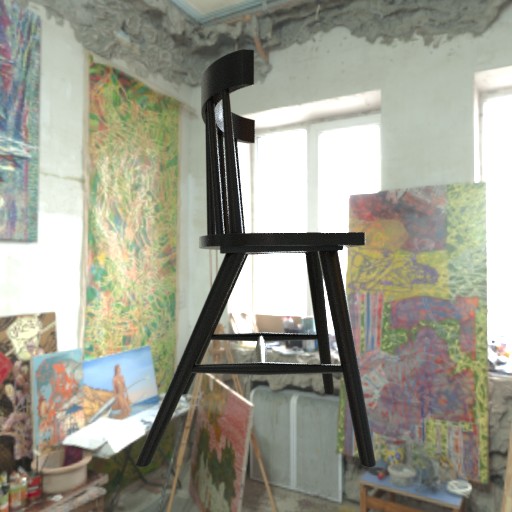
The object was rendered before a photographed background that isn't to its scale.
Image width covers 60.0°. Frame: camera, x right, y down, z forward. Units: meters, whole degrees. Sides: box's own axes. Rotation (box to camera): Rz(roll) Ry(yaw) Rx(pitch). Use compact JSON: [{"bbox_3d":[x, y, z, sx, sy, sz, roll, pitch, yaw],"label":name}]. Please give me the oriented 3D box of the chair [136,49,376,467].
[{"bbox_3d":[0.000,0.000,1.136,0.483,0.844,0.506,0,-1,0],"label":"chair"}]
